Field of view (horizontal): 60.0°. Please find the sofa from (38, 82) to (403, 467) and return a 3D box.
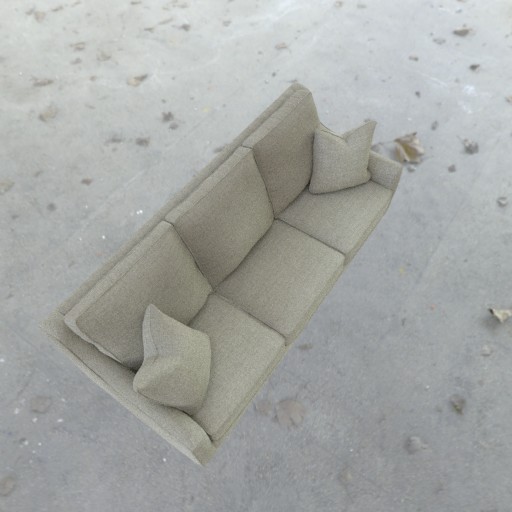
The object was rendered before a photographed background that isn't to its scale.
[{"bbox_3d":[0.000,0.000,2.481,0.865,0.914,2.031,31,63,18],"label":"sofa"}]
